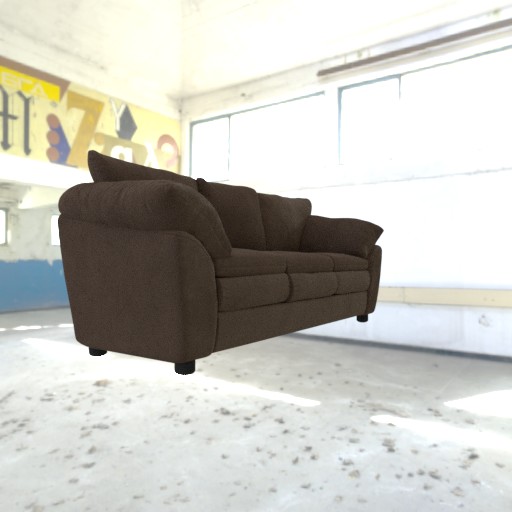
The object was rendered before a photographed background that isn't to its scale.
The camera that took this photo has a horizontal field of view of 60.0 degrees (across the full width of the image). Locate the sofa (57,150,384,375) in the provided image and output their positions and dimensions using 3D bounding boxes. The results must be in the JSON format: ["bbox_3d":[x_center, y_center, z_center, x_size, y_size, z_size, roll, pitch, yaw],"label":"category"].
[{"bbox_3d":[0.000,0.000,2.848,0.878,1.015,2.336,0,-1,36],"label":"sofa"}]
